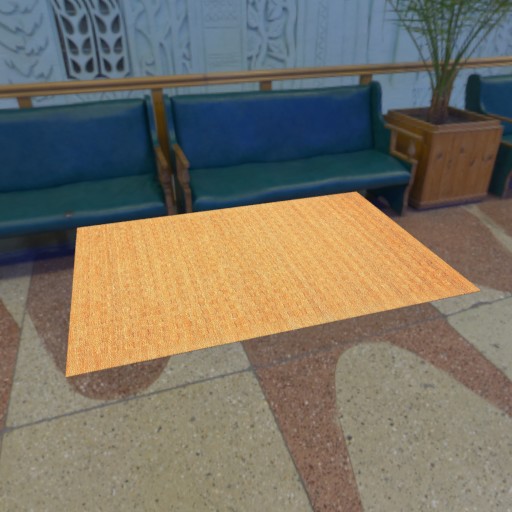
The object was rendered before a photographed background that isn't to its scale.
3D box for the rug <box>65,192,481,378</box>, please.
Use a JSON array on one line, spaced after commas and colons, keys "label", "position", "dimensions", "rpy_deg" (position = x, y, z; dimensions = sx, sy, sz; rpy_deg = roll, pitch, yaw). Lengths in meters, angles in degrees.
[{"label": "rug", "position": [0.000, 0.000, 2.930], "dimensions": [2.285, 0.006, 1.524], "rpy_deg": [-9, 33, -15]}]
